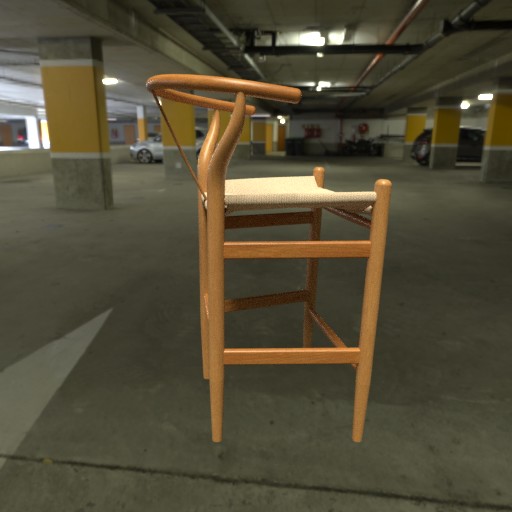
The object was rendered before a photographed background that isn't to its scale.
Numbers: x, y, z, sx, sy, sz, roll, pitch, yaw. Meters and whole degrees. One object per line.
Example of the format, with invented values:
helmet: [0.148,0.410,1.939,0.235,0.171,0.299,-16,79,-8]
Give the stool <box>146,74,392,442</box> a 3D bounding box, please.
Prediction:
stool: [0.000,0.000,1.320,0.579,0.970,0.569,-3,15,-10]
